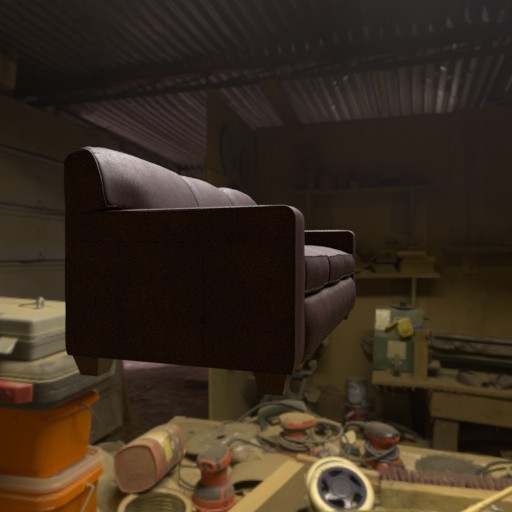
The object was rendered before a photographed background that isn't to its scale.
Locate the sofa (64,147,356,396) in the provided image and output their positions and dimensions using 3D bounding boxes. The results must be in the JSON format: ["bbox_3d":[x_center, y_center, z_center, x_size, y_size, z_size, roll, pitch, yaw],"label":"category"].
[{"bbox_3d":[0.000,0.000,2.571,1.008,0.953,2.039,0,0,18],"label":"sofa"}]
